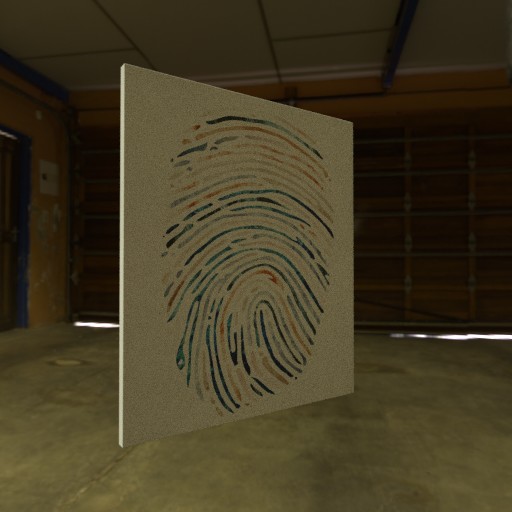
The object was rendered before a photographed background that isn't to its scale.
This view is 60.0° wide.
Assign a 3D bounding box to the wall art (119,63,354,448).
[{"bbox_3d":[0.000,0.000,1.000,0.609,0.710,0.021,1,-1,-35],"label":"wall art"}]
